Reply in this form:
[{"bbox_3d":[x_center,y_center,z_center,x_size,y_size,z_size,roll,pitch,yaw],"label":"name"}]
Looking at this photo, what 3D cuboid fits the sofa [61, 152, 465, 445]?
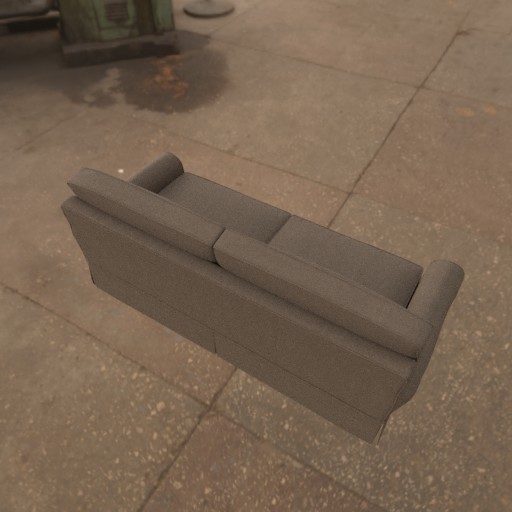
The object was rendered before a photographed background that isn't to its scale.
[{"bbox_3d":[0.000,0.000,2.718,2.248,0.943,0.991,25,52,21],"label":"sofa"}]
